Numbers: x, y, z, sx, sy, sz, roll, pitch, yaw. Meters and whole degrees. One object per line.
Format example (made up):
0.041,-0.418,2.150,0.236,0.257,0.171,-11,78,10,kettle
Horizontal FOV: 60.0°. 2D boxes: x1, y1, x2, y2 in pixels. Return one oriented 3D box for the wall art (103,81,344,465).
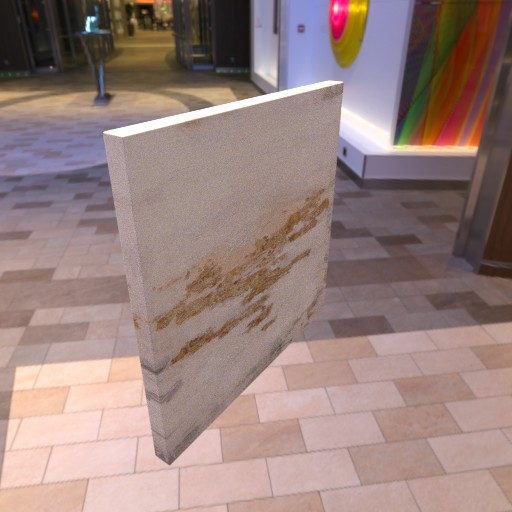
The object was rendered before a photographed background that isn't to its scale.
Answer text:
0.000,0.000,0.911,0.040,0.613,0.611,19,34,31,wall art
